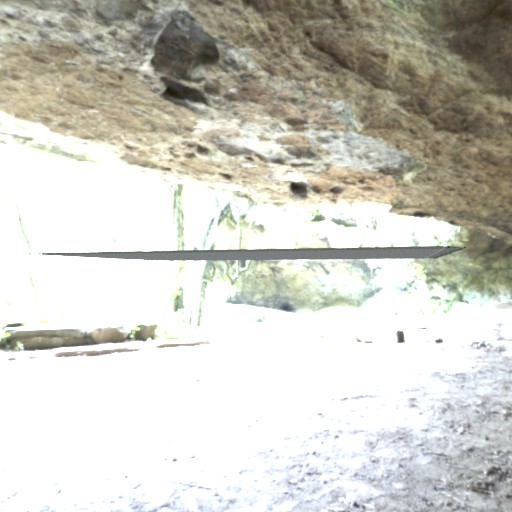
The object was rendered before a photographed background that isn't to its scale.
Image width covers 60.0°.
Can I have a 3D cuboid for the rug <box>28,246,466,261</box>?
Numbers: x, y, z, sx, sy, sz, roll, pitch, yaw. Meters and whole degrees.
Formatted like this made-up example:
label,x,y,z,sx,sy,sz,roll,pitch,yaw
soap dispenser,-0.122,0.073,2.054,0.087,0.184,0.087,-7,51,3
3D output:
label,x,y,z,sx,sy,sz,roll,pitch,yaw
rug,0.000,0.000,3.084,2.486,0.013,1.548,-1,-2,17
